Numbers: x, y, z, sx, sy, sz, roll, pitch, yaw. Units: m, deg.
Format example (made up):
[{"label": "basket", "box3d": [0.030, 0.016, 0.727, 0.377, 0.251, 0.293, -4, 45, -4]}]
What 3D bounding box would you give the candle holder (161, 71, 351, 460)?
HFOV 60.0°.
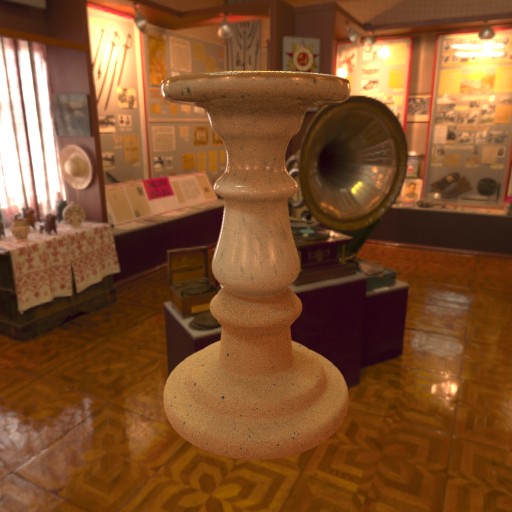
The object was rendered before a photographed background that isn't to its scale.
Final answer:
[{"label": "candle holder", "box3d": [0.000, 0.000, 0.274, 0.123, 0.202, 0.123, 0, 16, 0]}]
